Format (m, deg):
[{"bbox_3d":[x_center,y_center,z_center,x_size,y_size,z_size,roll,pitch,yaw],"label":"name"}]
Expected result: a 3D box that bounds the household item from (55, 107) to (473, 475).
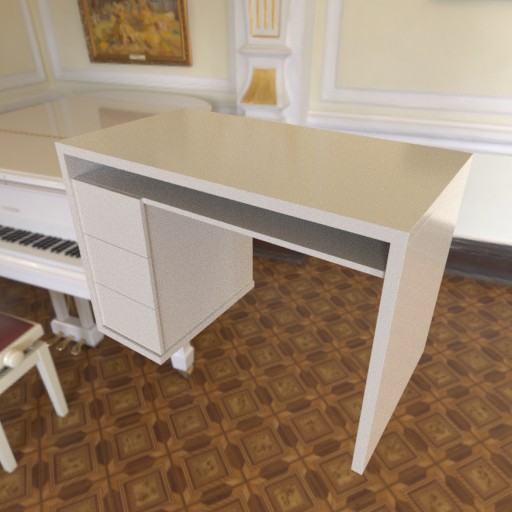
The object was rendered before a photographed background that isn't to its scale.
[{"bbox_3d":[0.000,0.000,1.507,1.100,0.749,0.597,19,35,29],"label":"household item"}]
